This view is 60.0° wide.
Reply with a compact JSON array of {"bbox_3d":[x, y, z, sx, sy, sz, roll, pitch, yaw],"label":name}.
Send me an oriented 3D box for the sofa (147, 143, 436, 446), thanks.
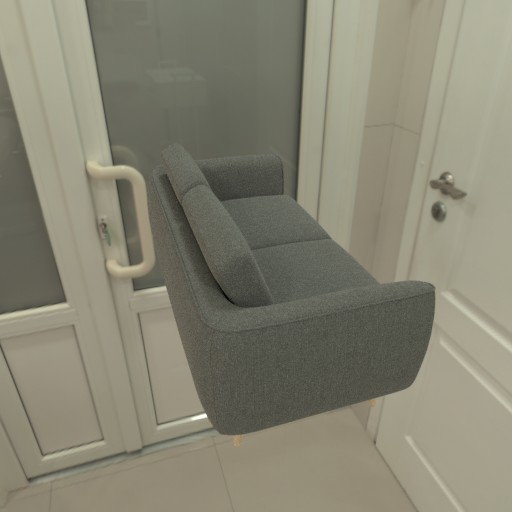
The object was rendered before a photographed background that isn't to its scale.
[{"bbox_3d":[0.000,0.000,2.231,0.920,0.870,1.700,-10,32,-16],"label":"sofa"}]
